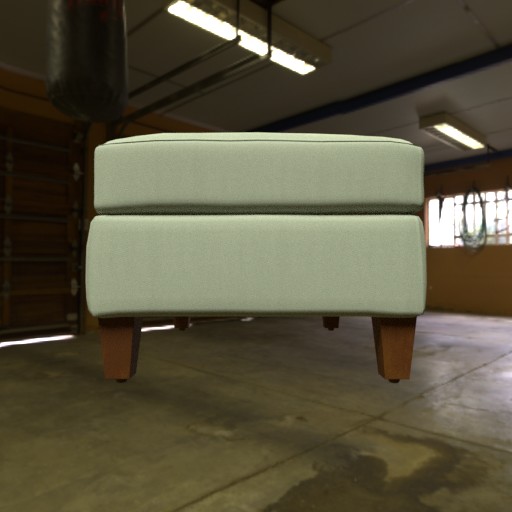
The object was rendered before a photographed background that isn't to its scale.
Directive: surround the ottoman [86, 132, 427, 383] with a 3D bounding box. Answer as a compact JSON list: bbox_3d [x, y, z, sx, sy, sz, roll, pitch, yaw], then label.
[{"bbox_3d":[0.000,0.000,1.193,0.634,0.496,0.818,0,-2,0],"label":"ottoman"}]
